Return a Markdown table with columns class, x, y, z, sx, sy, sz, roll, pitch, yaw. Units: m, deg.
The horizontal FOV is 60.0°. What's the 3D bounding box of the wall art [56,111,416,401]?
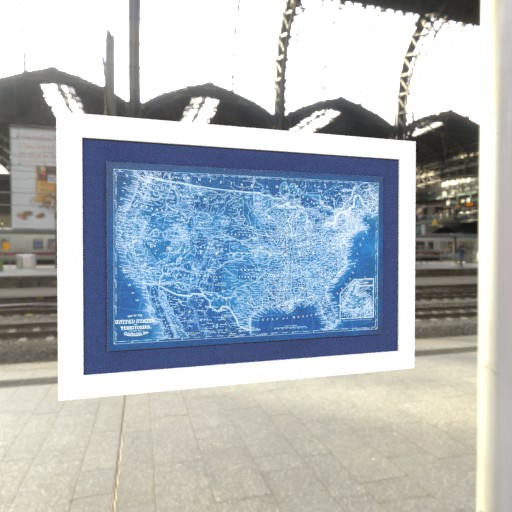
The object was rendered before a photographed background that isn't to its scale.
| class | x | y | z | sx | sy | sz | roll | pitch | yaw |
| --- | --- | --- | --- | --- | --- | --- | --- | --- | --- |
| wall art | 0.000 | 0.000 | 1.594 | 1.308 | 0.902 | 0.051 | 0 | 1 | -17 |
